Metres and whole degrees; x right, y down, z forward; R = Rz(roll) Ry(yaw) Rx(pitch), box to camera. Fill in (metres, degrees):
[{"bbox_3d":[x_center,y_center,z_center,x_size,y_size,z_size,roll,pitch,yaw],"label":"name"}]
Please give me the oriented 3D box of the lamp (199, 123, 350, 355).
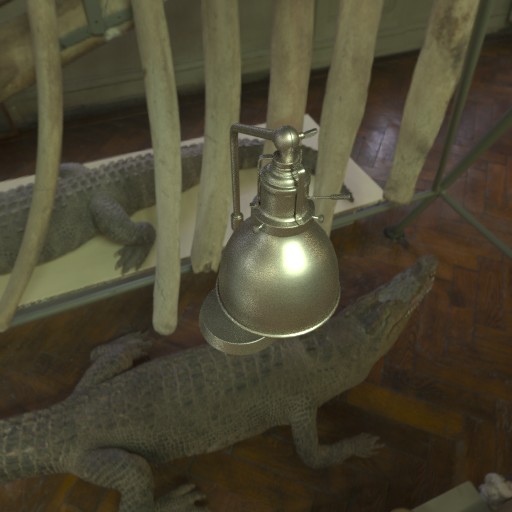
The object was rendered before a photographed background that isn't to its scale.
[{"bbox_3d":[0.000,0.000,0.589,0.153,0.456,0.286,-18,49,-16],"label":"lamp"}]
